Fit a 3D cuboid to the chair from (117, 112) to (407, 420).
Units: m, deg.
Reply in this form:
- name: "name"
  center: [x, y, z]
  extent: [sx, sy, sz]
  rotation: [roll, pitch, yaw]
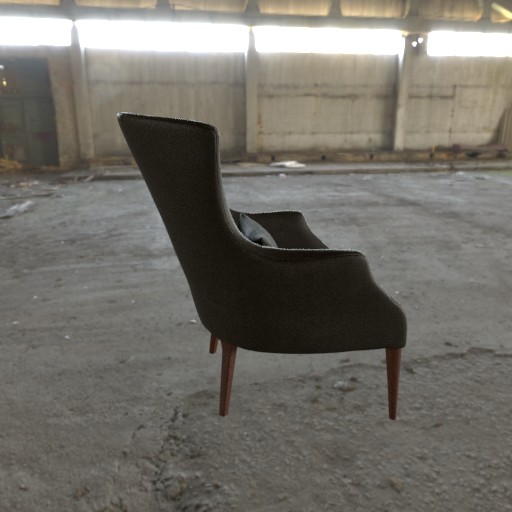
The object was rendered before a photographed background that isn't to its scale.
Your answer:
- name: "chair"
  center: [0.000, 0.000, 1.741]
  extent: [0.954, 1.068, 0.819]
  rotation: [-3, 17, -10]
